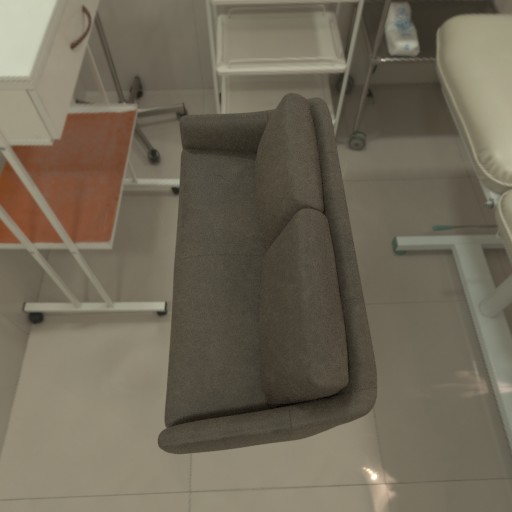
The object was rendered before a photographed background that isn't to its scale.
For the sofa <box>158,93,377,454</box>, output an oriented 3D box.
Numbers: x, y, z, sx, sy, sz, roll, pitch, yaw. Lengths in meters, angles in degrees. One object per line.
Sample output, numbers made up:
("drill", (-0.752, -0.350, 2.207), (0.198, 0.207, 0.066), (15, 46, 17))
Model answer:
("sofa", (0.000, 0.000, 2.533), (0.960, 0.902, 2.036), (-2, 59, -1))
